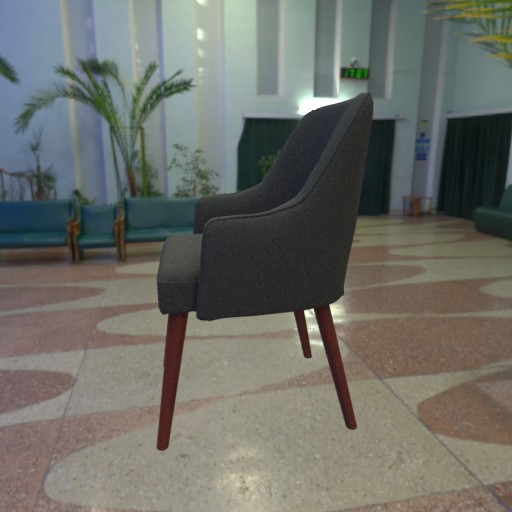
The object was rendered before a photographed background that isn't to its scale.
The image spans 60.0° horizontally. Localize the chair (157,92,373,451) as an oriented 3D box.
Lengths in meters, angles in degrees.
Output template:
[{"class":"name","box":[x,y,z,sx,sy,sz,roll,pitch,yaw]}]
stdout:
[{"class":"chair","box":[0.000,0.000,1.231,0.560,0.838,0.559,-2,13,-9]}]
